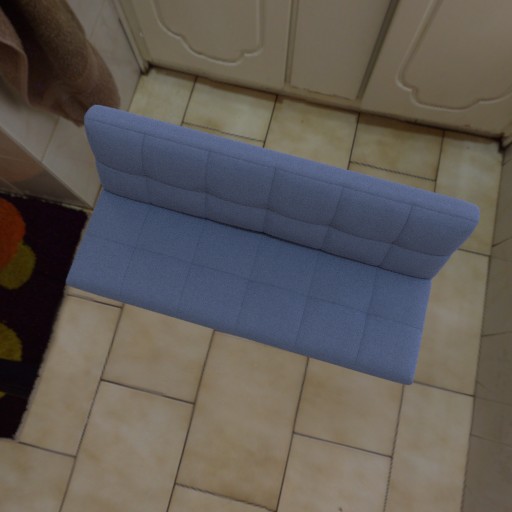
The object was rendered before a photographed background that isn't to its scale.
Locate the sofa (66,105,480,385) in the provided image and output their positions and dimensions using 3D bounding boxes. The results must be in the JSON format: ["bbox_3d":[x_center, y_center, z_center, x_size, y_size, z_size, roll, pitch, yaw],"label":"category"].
[{"bbox_3d":[0.000,0.000,2.210,1.800,0.800,0.796,16,77,4],"label":"sofa"}]
